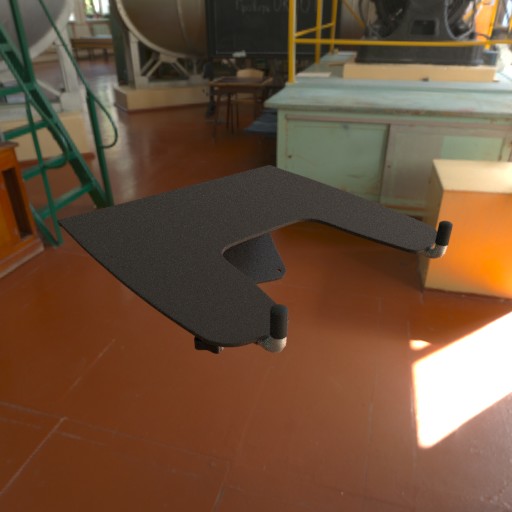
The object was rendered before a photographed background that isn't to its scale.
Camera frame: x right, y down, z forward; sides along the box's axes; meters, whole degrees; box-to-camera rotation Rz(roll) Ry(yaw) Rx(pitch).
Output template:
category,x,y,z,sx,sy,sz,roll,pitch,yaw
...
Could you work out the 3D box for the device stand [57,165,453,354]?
category,x,y,z,sx,sy,sz,roll,pitch,yaw
device stand,0.000,0.000,0.357,0.230,0.092,0.230,-22,36,-34
